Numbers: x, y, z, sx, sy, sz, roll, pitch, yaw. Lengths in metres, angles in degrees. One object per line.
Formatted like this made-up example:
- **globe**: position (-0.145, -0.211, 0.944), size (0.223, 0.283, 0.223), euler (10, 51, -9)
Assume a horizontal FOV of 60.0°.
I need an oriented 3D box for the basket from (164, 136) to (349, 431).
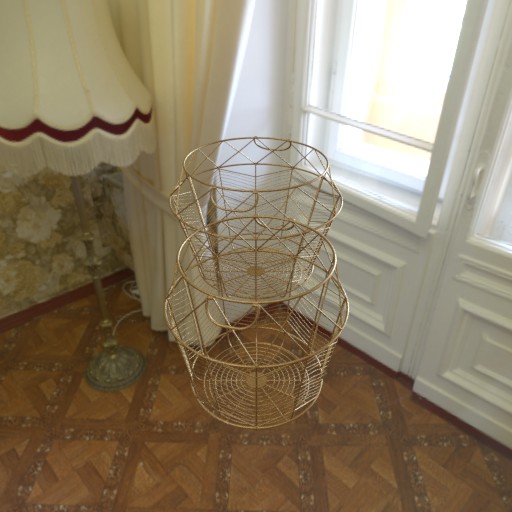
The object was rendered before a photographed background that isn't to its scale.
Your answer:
- **basket**: position (0.000, 0.000, 1.056), size (0.451, 0.343, 0.805), euler (0, 33, 0)
